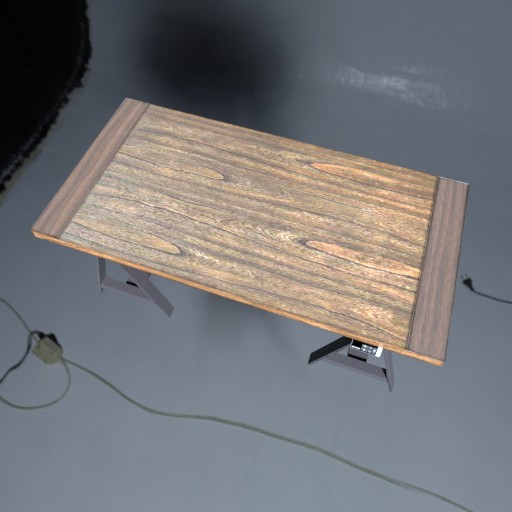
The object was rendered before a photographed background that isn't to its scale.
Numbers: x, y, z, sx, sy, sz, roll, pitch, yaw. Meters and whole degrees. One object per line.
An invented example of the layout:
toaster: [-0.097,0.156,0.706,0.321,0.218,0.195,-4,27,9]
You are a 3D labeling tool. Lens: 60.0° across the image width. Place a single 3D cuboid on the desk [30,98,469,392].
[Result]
desk: [0.000,0.000,2.014,1.543,0.725,0.784,17,61,10]
